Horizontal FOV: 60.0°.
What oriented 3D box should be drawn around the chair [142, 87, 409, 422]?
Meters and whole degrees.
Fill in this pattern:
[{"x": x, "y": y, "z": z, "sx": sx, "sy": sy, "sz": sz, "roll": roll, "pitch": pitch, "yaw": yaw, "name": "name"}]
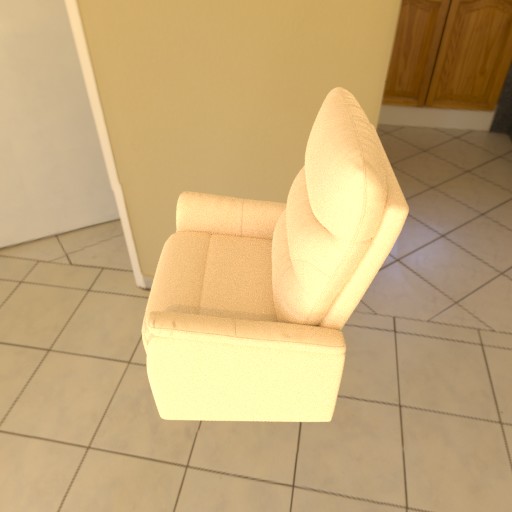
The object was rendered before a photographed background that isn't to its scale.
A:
[{"x": 0.000, "y": 0.000, "z": 1.647, "sx": 0.831, "sy": 1.082, "sz": 0.775, "roll": 1, "pitch": 41, "yaw": 1, "name": "chair"}]
